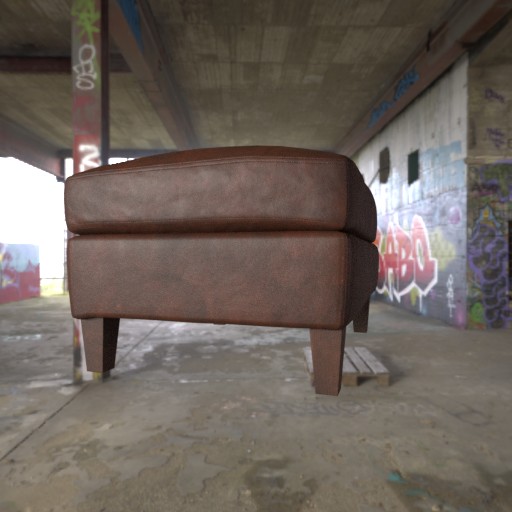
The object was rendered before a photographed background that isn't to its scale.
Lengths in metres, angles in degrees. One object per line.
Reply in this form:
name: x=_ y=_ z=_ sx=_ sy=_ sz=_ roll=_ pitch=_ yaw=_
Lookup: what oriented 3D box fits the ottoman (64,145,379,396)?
ottoman: x=0.000 y=0.000 z=1.288 sx=0.659 sy=0.527 sz=0.887 roll=0 pitch=0 yaw=18
